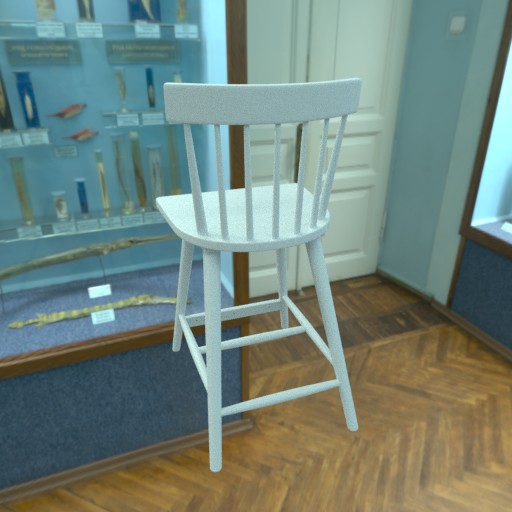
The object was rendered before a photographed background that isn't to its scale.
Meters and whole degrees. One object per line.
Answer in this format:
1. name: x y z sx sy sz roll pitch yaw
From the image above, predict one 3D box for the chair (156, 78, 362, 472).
1. chair: 0.000 0.000 1.274 0.483 0.952 0.572 -9 27 -17
